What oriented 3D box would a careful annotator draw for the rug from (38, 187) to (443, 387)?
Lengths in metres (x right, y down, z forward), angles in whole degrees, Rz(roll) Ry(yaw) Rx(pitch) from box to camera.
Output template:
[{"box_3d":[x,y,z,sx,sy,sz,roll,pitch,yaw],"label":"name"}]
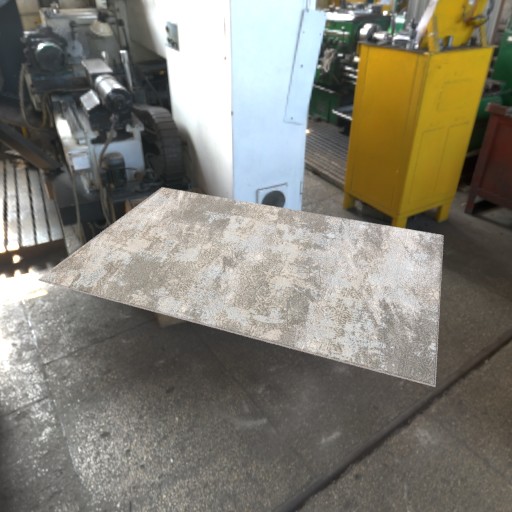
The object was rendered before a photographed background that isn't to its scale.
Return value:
[{"box_3d":[0.000,0.000,3.095,2.431,0.012,1.536,12,35,17],"label":"rug"}]
